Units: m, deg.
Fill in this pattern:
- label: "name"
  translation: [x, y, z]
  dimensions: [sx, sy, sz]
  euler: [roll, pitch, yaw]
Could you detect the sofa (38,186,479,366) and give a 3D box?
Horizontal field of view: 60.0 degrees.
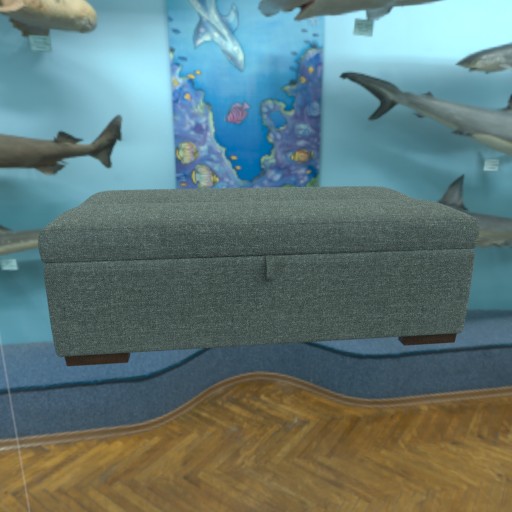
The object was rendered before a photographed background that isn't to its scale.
- label: "sofa"
  translation: [0.000, 0.000, 1.577]
  dimensions: [1.198, 0.417, 0.782]
  euler: [-2, 16, -7]
